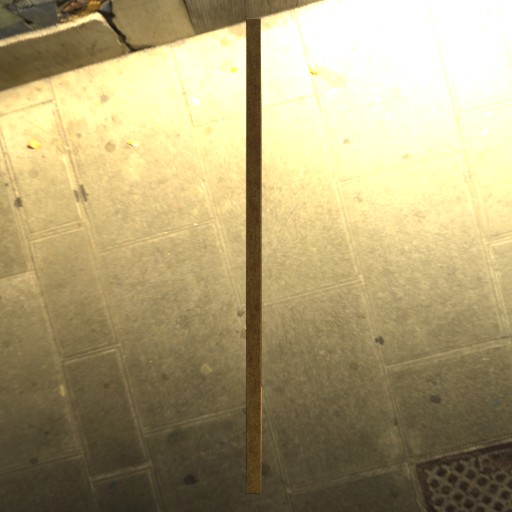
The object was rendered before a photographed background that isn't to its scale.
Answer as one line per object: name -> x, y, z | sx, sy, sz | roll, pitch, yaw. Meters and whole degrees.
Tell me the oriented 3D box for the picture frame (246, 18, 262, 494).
picture frame -> 0.000, 0.000, 1.170 | 0.029, 0.621, 0.922 | 0, 90, 1
